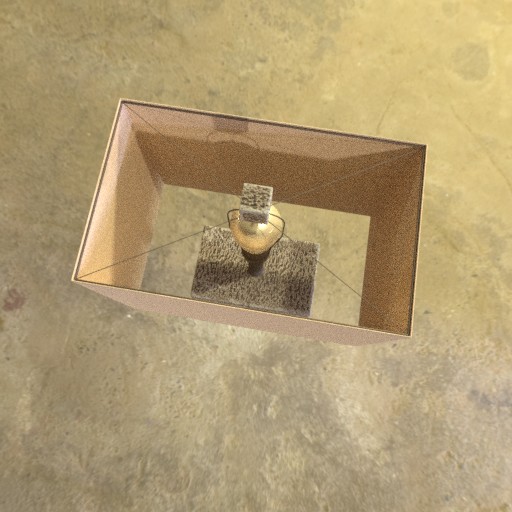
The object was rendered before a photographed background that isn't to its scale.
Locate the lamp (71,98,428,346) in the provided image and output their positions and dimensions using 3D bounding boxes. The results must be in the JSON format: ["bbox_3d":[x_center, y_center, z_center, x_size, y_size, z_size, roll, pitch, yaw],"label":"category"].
[{"bbox_3d":[0.000,0.000,0.569,0.294,0.411,0.180,9,77,2],"label":"lamp"}]
